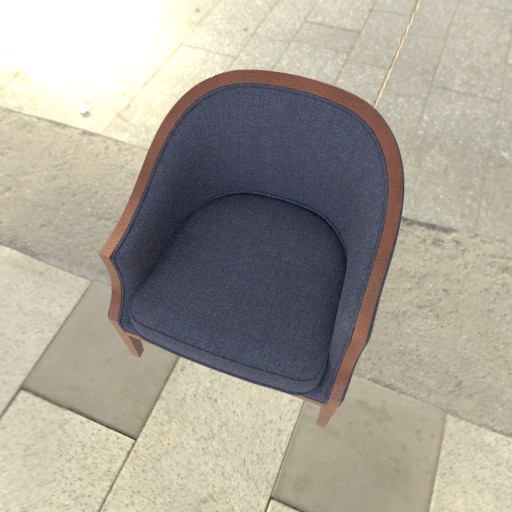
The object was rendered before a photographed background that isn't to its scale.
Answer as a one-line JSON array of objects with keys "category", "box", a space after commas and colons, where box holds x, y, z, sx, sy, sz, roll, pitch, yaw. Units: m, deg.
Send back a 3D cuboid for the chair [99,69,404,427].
[{"category": "chair", "box": [0.000, 0.000, 1.453, 0.803, 0.876, 0.735, 17, 59, 11]}]
